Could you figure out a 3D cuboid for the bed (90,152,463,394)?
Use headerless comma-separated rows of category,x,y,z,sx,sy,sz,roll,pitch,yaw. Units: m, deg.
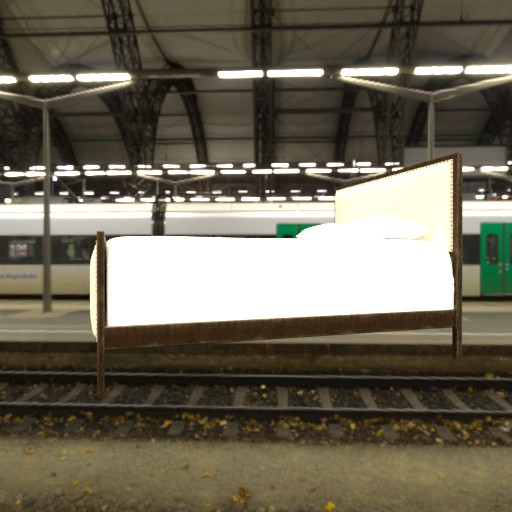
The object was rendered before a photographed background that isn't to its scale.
bed,0.000,0.000,3.218,2.221,1.313,1.607,0,0,-18
